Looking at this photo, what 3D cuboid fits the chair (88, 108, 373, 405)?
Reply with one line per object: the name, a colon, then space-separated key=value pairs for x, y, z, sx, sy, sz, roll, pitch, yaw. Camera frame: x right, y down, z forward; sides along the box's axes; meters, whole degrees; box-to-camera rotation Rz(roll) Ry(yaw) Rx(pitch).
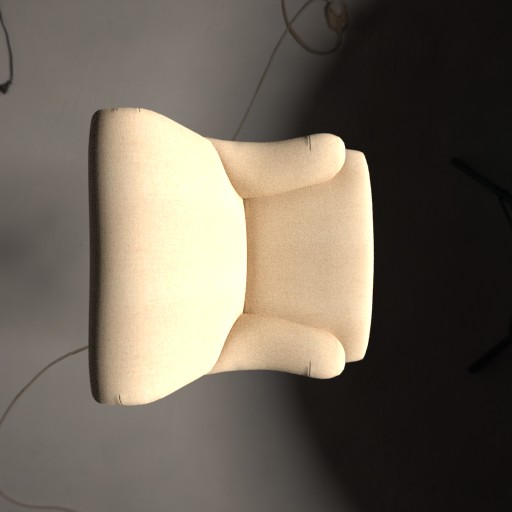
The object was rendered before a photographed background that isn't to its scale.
chair: x=0.000 y=0.000 z=1.500 sx=0.842 sy=0.944 sz=0.766 roll=0 pitch=90 yaw=0
